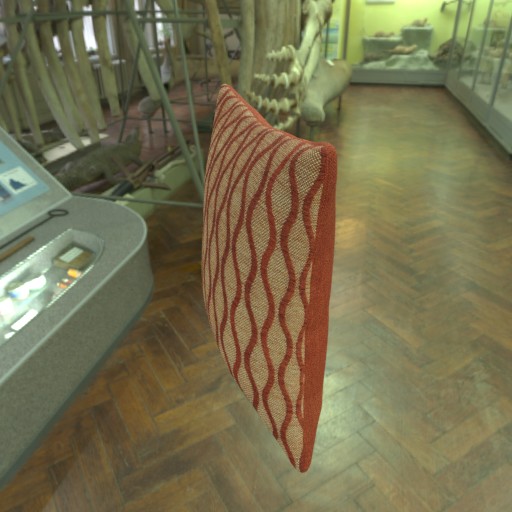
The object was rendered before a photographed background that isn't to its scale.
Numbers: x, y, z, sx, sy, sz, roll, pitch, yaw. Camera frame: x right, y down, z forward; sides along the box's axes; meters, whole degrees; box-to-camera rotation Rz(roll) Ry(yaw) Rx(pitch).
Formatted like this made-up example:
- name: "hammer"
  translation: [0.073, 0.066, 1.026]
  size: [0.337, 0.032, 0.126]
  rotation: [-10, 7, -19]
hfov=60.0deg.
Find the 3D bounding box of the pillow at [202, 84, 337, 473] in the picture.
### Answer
- name: "pillow"
  translation: [0.000, 0.000, 0.659]
  size: [0.159, 0.434, 0.429]
  rotation: [-8, 30, -15]
